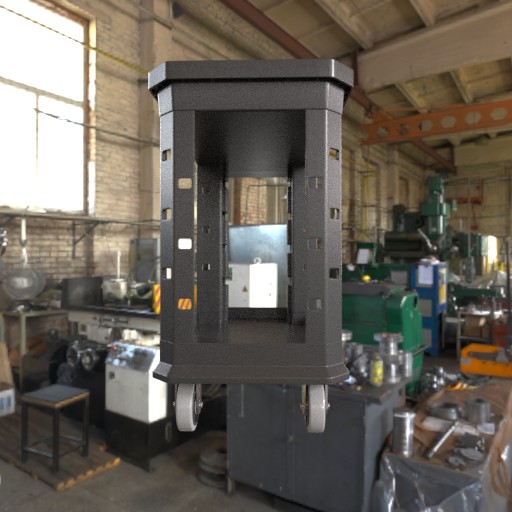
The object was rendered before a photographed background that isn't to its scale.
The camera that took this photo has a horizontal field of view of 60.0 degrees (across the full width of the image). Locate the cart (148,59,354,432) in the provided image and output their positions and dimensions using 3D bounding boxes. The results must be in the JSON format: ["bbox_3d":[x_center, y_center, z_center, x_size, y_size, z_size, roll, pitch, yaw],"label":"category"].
[{"bbox_3d":[0.000,0.000,1.531,0.497,0.884,1.061,0,0,2],"label":"cart"}]
